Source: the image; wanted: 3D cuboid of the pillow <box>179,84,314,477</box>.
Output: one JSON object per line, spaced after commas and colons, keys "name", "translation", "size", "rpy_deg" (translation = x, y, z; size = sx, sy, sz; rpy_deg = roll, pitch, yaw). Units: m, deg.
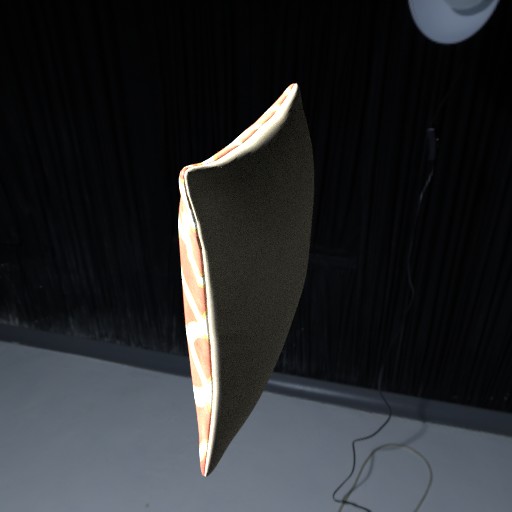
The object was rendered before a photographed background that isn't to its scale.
{"name": "pillow", "translation": [0.000, 0.000, 0.800], "size": [0.166, 0.508, 0.552], "rpy_deg": [8, 31, 14]}
